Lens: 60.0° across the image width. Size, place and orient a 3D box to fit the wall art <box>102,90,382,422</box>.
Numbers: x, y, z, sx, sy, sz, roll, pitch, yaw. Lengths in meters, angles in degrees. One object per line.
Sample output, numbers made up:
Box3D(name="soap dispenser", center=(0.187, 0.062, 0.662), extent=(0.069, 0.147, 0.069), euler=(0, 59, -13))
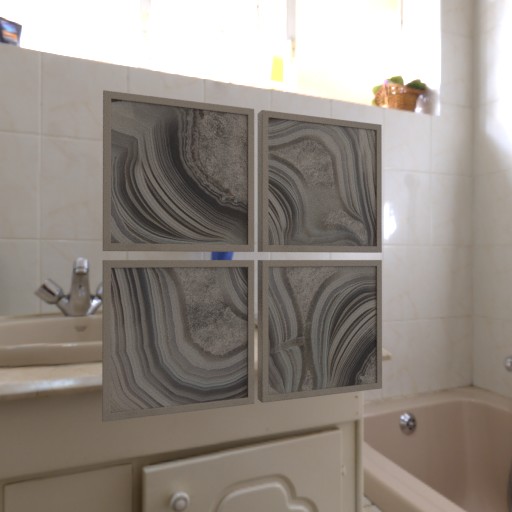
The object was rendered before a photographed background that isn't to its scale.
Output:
Box3D(name="wall art", center=(0.000, 0.000, 0.934), extent=(0.611, 0.611, 0.029), euler=(0, 0, -20))
